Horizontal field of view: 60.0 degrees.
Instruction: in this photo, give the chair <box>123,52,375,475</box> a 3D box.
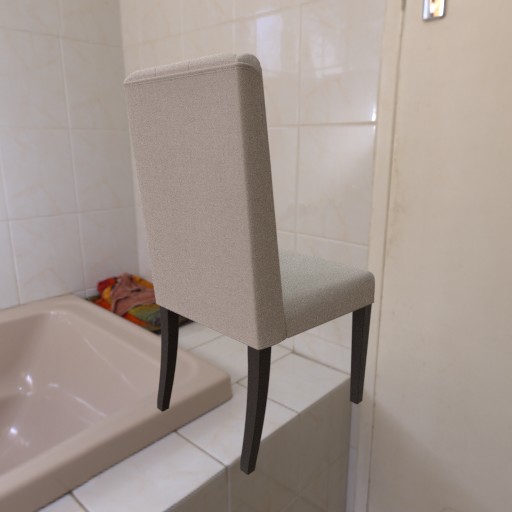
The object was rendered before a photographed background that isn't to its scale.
[{"bbox_3d":[0.000,0.000,1.255,0.474,0.961,0.523,14,20,43],"label":"chair"}]
